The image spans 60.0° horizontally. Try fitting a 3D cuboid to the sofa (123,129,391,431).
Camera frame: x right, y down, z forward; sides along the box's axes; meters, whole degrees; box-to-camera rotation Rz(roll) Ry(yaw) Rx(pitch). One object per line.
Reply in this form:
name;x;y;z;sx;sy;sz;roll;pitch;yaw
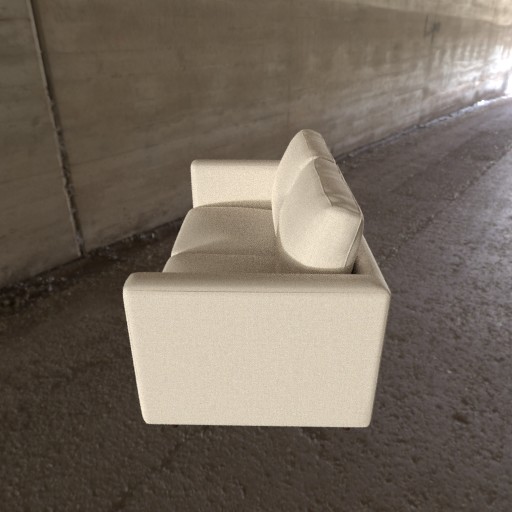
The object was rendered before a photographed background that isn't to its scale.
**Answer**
sofa;0.000;0.000;1.981;0.796;0.908;1.430;1;27;1
